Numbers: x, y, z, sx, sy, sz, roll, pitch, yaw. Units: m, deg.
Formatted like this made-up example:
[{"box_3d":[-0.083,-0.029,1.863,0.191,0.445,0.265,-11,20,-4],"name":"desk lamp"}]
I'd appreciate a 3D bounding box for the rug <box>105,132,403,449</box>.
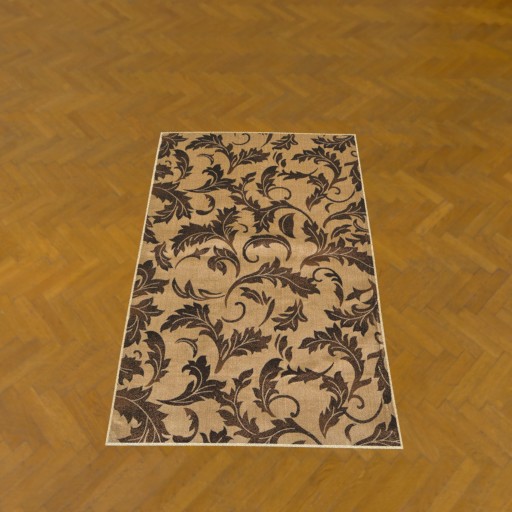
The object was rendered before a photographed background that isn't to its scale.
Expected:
[{"box_3d":[0.000,0.000,2.851,1.522,0.008,2.284,1,58,0],"name":"rug"}]
